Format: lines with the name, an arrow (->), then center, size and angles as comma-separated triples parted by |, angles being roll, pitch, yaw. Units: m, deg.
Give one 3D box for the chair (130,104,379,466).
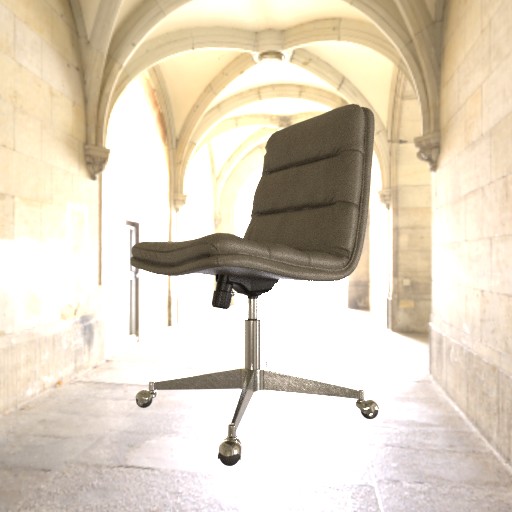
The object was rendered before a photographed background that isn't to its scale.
chair -> 0.000, 0.000, 1.050 | 0.485, 0.738, 0.422 | 0, -1, -37
